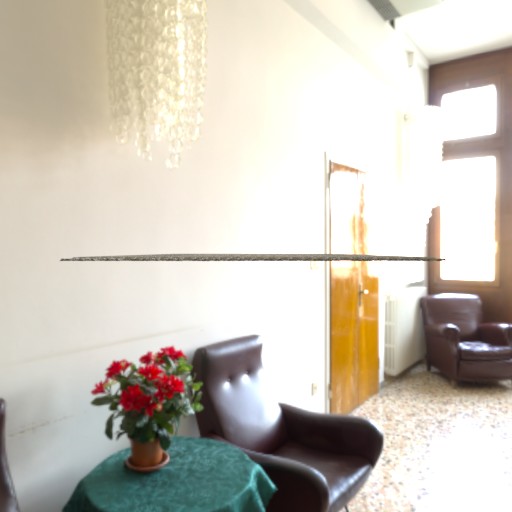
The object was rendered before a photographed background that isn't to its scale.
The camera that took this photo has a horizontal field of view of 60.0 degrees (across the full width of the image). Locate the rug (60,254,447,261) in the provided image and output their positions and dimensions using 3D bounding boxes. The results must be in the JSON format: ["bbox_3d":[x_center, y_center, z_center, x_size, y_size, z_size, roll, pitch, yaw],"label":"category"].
[{"bbox_3d":[0.000,0.000,2.330,1.243,0.013,1.872,0,1,1],"label":"rug"}]
